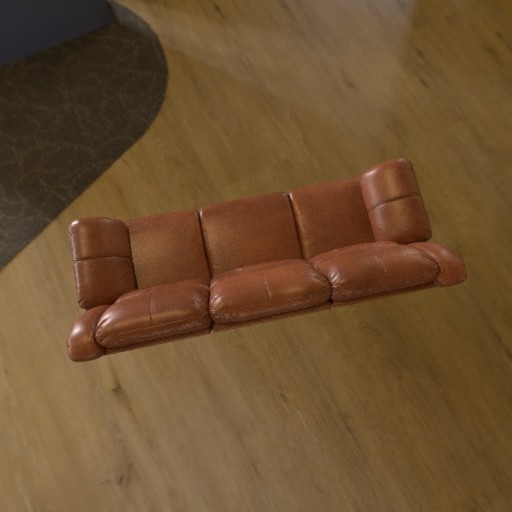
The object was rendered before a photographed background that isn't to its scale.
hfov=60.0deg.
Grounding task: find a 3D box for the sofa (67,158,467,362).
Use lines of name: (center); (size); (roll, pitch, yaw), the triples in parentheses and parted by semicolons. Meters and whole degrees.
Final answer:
sofa: (0.000, 0.000, 2.928); (2.337, 1.043, 0.991); (-11, 75, -3)
